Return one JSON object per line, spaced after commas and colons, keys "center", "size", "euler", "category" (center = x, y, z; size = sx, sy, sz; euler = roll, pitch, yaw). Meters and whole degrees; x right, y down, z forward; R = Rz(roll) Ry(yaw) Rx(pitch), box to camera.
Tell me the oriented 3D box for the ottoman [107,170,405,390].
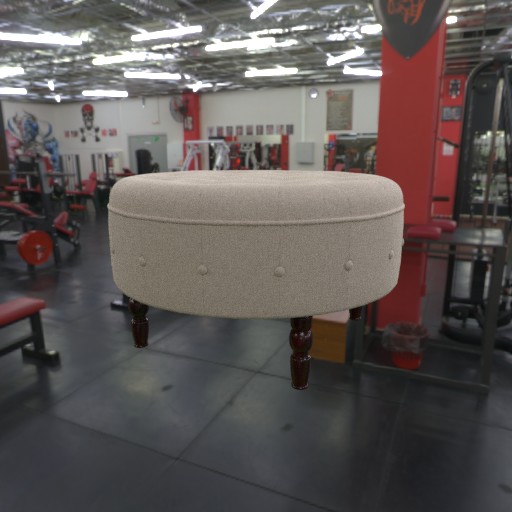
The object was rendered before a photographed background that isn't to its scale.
{"center": [0.000, 0.000, 1.367], "size": [0.848, 0.494, 0.848], "euler": [0, 13, 0], "category": "ottoman"}
